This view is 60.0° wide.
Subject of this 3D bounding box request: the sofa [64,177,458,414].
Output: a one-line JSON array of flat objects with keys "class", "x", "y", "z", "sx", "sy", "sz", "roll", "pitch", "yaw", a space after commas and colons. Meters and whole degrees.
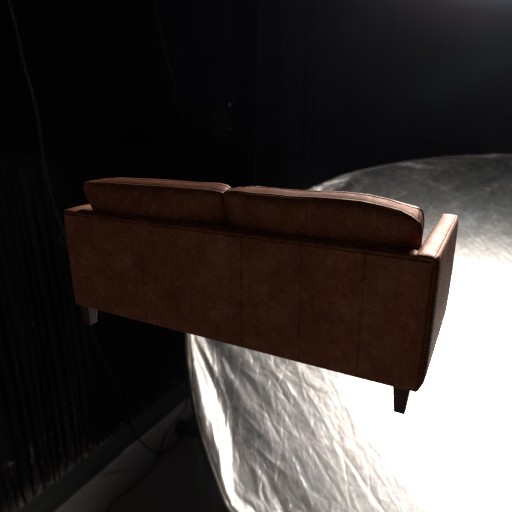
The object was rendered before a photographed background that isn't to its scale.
[{"class": "sofa", "x": 0.000, "y": 0.000, "z": 2.465, "sx": 1.971, "sy": 0.863, "sz": 0.923, "roll": 9, "pitch": 18, "yaw": 27}]
